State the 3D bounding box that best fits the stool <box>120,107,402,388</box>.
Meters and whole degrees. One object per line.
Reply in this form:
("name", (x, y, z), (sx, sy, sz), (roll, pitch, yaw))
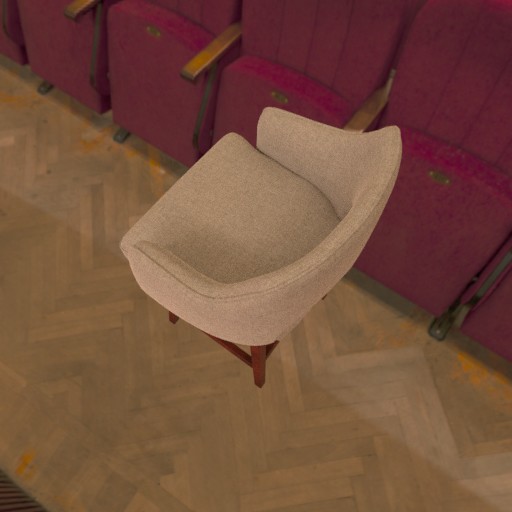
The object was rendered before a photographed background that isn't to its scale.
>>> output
("stool", (0.000, 0.000, 1.306), (0.558, 0.944, 0.599), (33, 67, 16))
